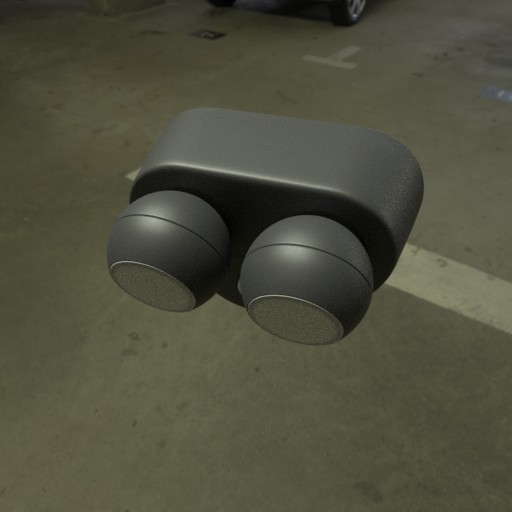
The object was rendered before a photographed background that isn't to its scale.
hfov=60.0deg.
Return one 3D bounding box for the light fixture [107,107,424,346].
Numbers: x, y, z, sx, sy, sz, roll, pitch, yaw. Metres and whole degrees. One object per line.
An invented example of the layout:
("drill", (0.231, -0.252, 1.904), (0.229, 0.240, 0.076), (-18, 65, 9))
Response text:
("light fixture", (0.000, 0.000, 0.339), (0.229, 0.159, 0.159), (12, 42, 13))
